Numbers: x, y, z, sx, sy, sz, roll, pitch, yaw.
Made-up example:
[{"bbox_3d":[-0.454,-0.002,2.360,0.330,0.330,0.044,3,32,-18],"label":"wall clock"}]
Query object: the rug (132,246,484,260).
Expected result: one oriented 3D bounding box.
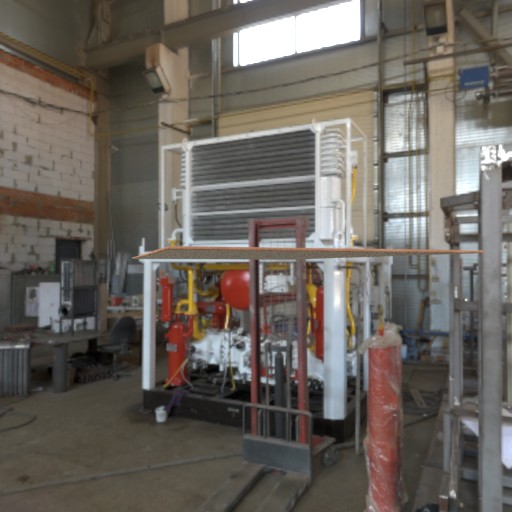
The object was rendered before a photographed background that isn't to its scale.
[{"bbox_3d":[0.000,0.000,3.069,1.524,0.014,2.438,0,-1,-19],"label":"rug"}]
